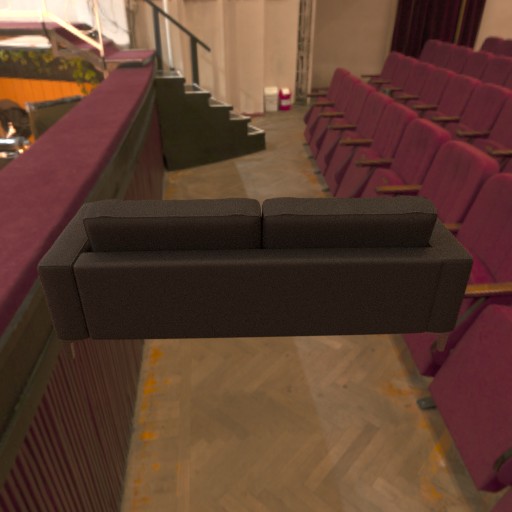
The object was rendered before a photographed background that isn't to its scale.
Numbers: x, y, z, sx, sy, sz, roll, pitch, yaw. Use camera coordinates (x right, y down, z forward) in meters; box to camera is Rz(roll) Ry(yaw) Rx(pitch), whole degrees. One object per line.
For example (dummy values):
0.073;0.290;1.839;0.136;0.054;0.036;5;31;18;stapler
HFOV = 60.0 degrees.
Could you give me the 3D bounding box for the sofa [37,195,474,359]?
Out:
0.000;0.000;2.694;2.275;0.893;0.833;-1;30;-2;sofa
